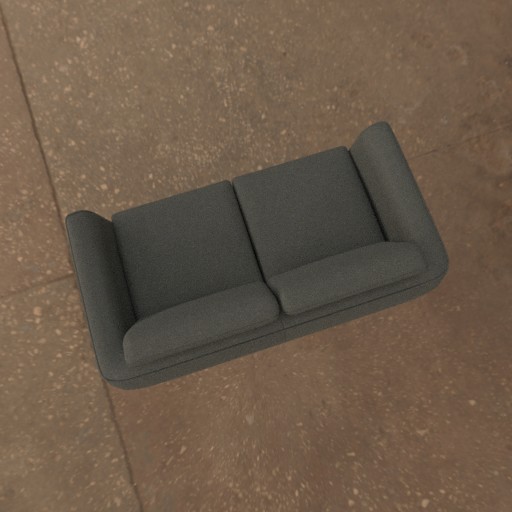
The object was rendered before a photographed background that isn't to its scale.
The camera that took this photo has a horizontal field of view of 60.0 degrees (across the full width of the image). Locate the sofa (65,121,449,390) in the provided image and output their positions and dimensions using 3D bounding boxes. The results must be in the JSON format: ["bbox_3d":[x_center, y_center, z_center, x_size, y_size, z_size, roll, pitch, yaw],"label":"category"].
[{"bbox_3d":[0.000,0.000,2.280,1.700,0.850,0.920,-17,77,-4],"label":"sofa"}]
